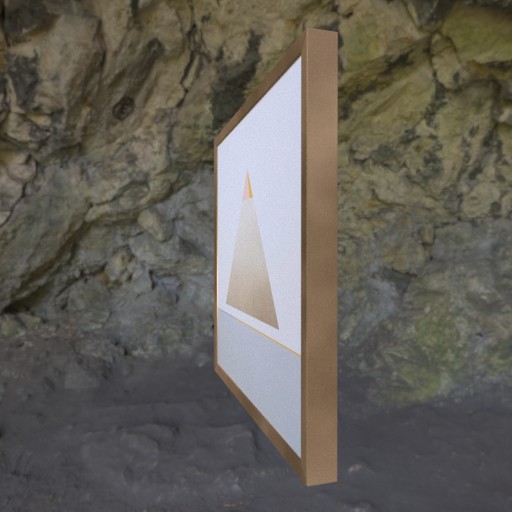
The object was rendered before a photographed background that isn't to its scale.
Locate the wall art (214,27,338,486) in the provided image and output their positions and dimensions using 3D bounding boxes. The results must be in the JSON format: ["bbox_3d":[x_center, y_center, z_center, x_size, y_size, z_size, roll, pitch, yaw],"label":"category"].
[{"bbox_3d":[0.000,0.000,0.743,0.038,0.511,0.513,0,1,-17],"label":"wall art"}]
